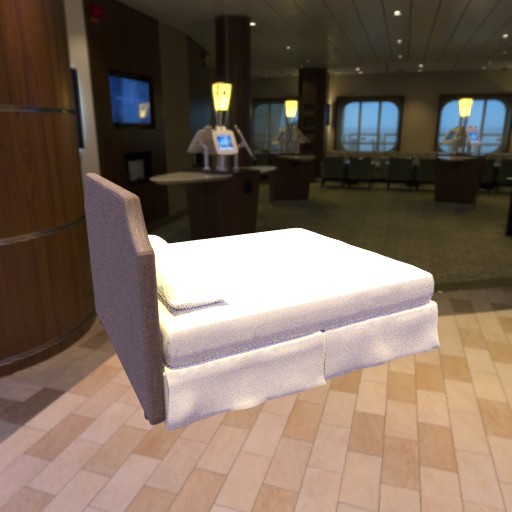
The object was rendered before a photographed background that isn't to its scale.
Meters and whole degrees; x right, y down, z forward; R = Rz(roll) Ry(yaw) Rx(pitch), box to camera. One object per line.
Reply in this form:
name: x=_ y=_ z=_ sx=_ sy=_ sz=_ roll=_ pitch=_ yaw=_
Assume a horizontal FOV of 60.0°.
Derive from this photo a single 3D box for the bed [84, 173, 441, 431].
bed: x=0.000 y=0.000 z=4.318 sx=2.773 sy=1.590 sz=2.350 roll=-9 pitch=18 yaw=-27
